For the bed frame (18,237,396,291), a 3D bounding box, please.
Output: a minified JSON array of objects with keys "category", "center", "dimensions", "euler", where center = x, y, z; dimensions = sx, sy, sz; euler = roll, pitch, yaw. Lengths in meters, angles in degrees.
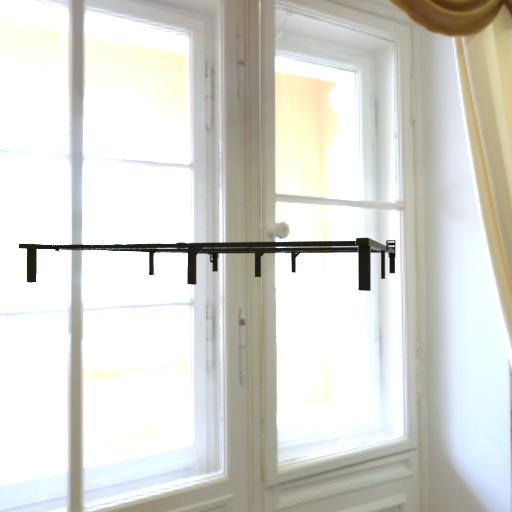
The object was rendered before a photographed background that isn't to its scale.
[{"category":"bed frame","center":[0.000,0.000,2.611],"dimensions":[1.498,0.248,1.990],"euler":[0,0,20]}]
